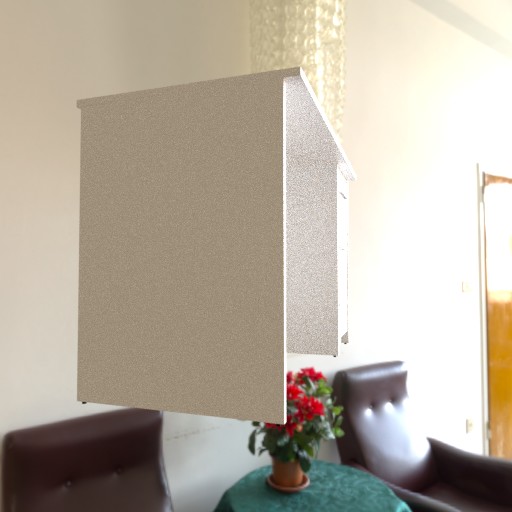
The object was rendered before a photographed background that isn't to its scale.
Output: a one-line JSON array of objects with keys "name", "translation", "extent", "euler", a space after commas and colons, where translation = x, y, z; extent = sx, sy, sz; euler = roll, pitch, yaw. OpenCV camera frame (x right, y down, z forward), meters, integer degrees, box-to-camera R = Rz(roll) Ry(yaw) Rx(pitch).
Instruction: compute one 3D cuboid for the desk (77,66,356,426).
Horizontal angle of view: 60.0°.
[{"name": "desk", "translation": [0.000, 0.000, 1.504], "extent": [0.560, 0.735, 1.097], "euler": [-1, -2, 19]}]
